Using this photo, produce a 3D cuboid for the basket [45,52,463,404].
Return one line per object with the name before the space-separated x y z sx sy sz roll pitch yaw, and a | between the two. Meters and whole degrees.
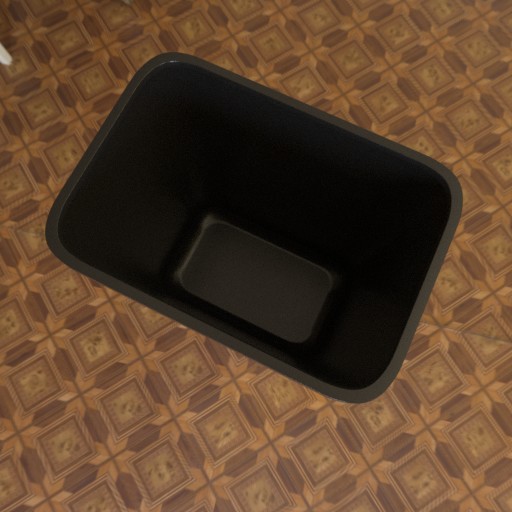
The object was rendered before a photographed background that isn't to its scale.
basket | 0.000 0.000 0.502 0.300 0.307 0.211 25 78 6
